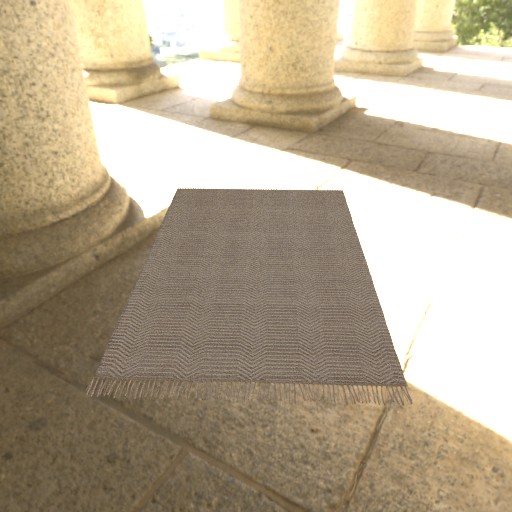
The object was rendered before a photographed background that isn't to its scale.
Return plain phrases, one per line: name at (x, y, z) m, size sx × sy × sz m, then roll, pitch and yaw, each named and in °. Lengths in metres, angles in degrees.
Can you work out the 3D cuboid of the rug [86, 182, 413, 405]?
rug at (0.000, 0.000, 3.106) m, size 1.528 × 0.034 × 2.523 m, roll 1°, pitch 32°, yaw 2°
